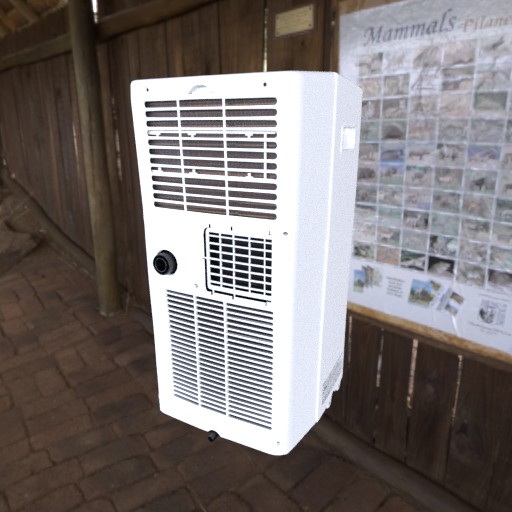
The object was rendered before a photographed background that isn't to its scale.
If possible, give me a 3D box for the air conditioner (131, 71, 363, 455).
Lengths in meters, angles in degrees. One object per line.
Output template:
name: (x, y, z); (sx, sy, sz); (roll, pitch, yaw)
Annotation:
air conditioner: (0.000, 0.000, 0.814); (0.304, 0.606, 0.349); (9, 19, 27)
